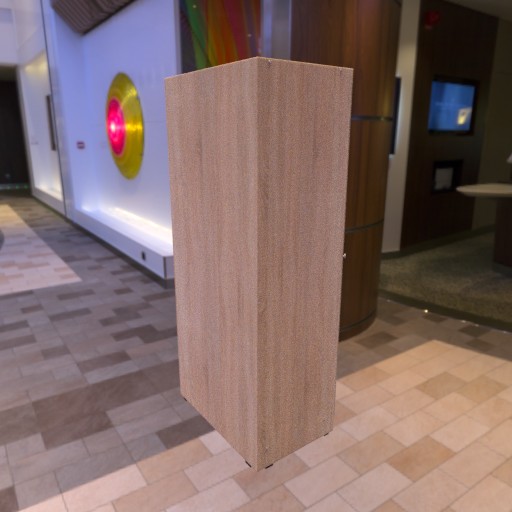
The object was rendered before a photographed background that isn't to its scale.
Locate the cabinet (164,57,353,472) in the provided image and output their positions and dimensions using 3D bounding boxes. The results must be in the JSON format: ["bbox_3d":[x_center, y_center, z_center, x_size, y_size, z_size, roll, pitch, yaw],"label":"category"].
[{"bbox_3d":[0.000,0.000,2.805,1.094,2.120,1.327,3,16,9],"label":"cabinet"}]
